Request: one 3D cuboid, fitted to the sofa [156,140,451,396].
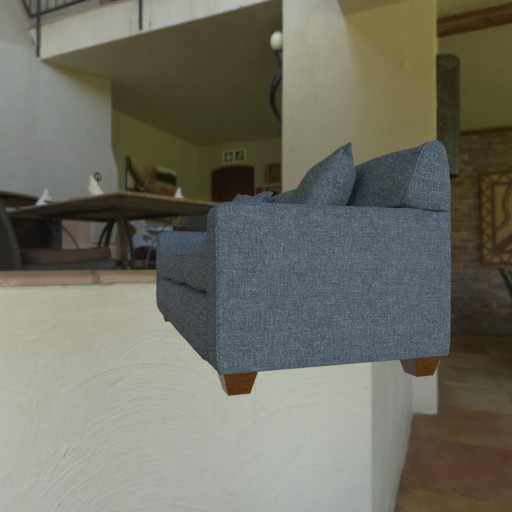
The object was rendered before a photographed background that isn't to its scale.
[{"bbox_3d":[0.000,0.000,2.538,0.997,0.958,2.024,0,0,-18],"label":"sofa"}]
